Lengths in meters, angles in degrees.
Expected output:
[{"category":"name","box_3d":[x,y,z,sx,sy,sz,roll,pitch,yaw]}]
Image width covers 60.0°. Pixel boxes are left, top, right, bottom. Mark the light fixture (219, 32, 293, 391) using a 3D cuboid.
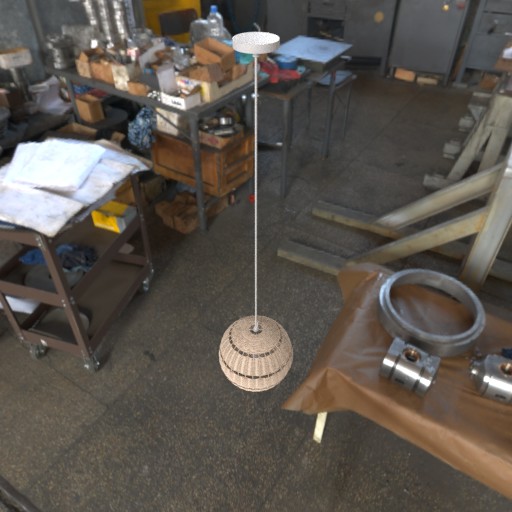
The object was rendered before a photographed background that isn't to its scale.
[{"category":"light fixture","box_3d":[0.000,0.000,2.218,0.457,2.019,0.457,-1,41,-1]}]
